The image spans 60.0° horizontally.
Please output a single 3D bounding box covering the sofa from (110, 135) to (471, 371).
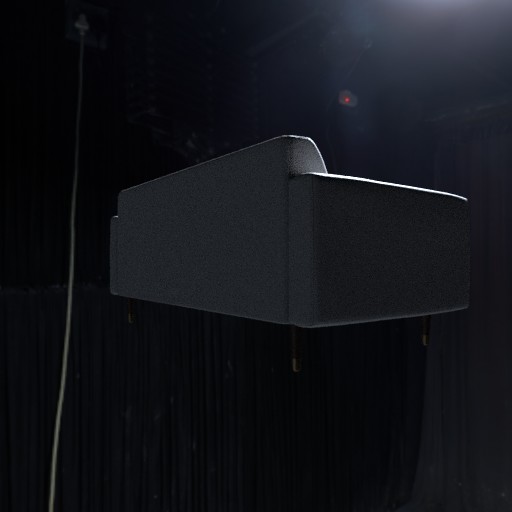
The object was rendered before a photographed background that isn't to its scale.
[{"bbox_3d":[0.000,0.000,2.389,0.969,0.814,1.895,0,-1,-37],"label":"sofa"}]
